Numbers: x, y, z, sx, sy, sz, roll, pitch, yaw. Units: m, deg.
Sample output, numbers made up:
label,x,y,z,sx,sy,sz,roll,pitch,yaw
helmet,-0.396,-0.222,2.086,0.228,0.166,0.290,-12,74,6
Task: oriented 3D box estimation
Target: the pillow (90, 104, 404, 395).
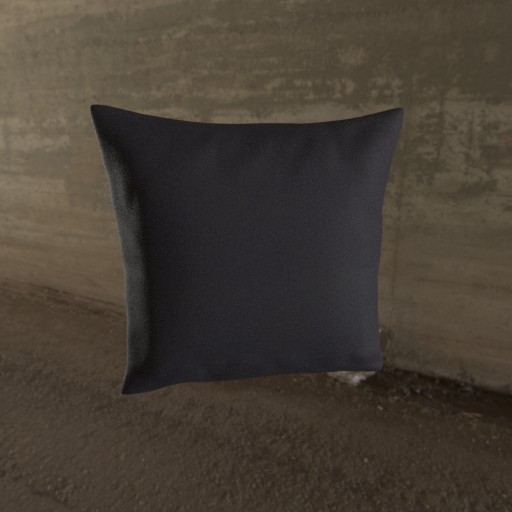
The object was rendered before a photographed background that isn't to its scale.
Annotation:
label,x,y,z,sx,sy,sz,roll,pitch,yaw
pillow,0.000,0.000,0.792,0.520,0.508,0.166,-2,15,-9
